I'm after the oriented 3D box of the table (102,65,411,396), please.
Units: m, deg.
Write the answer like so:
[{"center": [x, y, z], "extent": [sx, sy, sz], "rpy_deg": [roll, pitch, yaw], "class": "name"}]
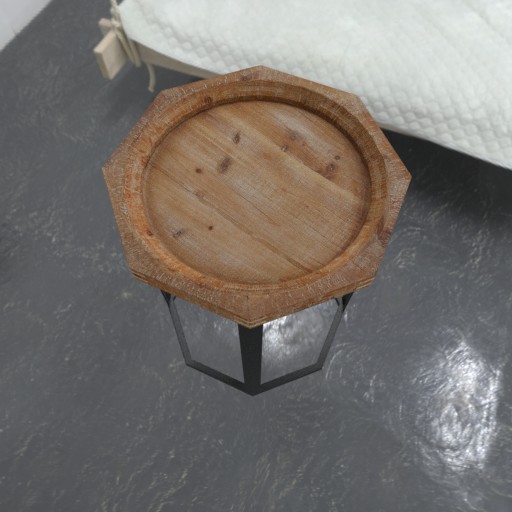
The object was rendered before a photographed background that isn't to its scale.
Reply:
[{"center": [0.000, 0.000, 0.896], "extent": [0.458, 0.543, 0.458], "rpy_deg": [2, 63, 1], "class": "table"}]
